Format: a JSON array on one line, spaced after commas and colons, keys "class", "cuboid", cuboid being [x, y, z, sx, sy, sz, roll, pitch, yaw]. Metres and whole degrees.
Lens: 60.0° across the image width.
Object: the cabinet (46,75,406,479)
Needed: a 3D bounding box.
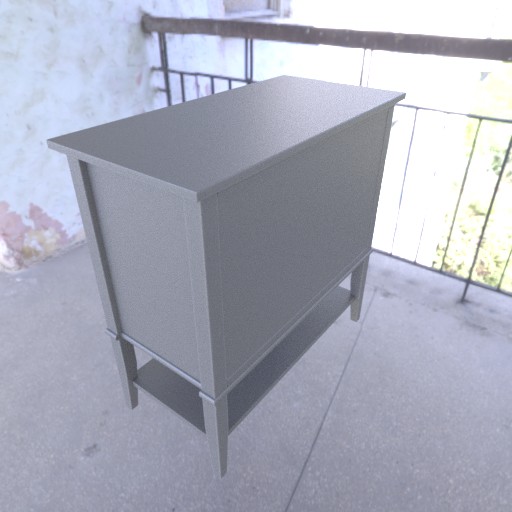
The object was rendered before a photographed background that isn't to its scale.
[{"class": "cabinet", "cuboid": [0.000, 0.000, 1.221, 0.396, 0.780, 0.801, 22, 39, 31]}]
